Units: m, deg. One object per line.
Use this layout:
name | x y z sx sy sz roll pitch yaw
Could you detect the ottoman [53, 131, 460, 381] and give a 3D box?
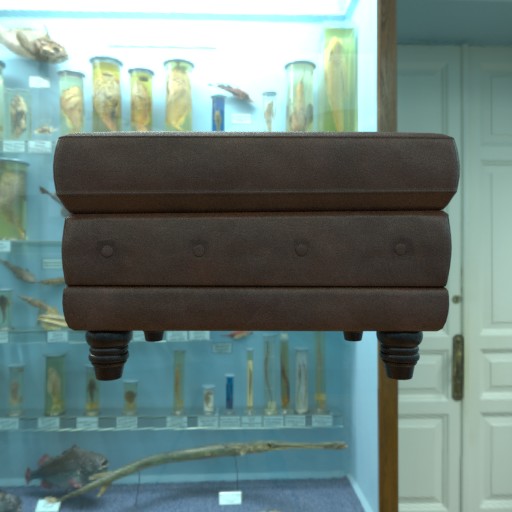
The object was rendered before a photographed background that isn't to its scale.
ottoman | 0.000 0.000 1.137 0.795 0.509 0.588 0 0 -1
